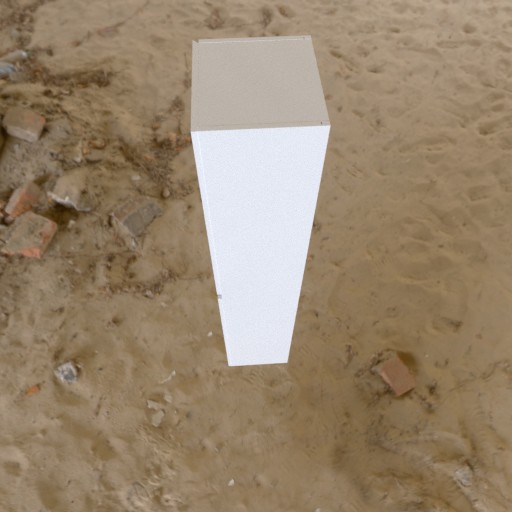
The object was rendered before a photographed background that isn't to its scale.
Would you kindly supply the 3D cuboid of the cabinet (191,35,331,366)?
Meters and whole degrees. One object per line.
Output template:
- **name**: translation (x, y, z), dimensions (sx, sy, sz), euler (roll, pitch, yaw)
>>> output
- **cabinet**: translation (0.000, 0.000, 1.525), dimensions (0.270, 1.400, 0.300), euler (-3, 58, -2)
